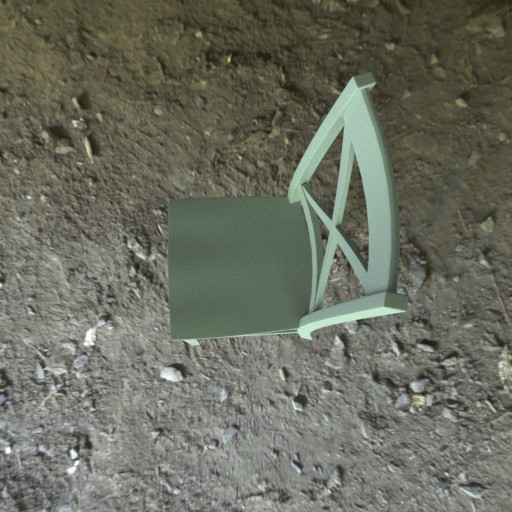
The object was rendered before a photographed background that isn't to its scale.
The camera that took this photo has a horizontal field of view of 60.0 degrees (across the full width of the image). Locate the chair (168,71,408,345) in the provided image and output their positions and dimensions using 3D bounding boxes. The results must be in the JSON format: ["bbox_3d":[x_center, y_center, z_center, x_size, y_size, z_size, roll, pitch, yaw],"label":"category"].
[{"bbox_3d":[0.000,0.000,1.302,0.542,0.983,0.485,-3,75,-1],"label":"chair"}]
